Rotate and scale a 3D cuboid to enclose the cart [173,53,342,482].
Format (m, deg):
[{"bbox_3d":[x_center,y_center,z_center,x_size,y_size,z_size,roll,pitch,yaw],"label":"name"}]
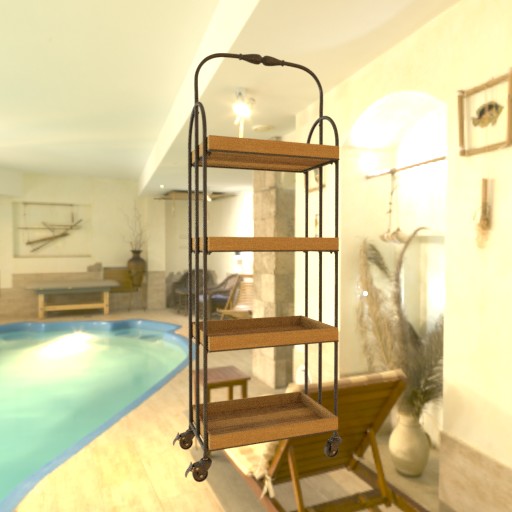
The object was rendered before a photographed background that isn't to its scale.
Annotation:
[{"bbox_3d":[0.000,0.000,1.648,0.581,1.481,0.308,-1,2,-20],"label":"cart"}]
